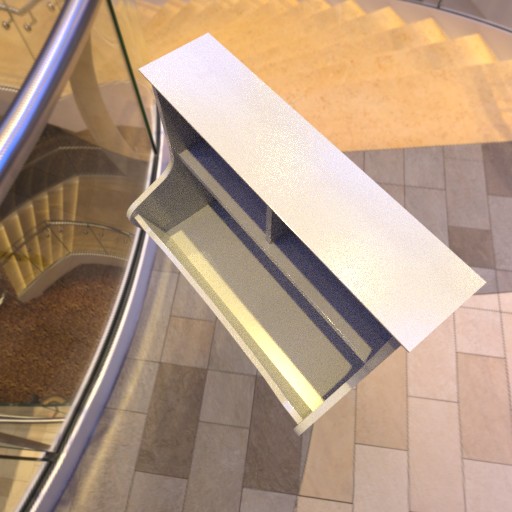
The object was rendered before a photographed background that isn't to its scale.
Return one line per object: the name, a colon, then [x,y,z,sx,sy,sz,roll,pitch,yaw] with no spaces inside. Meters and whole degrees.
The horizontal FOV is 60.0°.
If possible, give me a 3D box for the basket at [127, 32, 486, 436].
basket: [0.000,0.000,1.086,0.350,0.600,0.780,-36,69,-16]
